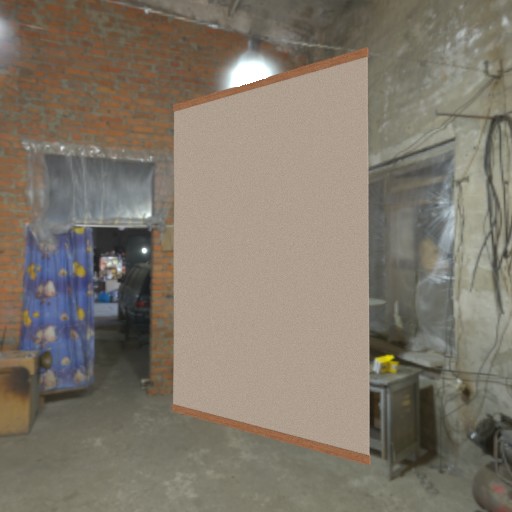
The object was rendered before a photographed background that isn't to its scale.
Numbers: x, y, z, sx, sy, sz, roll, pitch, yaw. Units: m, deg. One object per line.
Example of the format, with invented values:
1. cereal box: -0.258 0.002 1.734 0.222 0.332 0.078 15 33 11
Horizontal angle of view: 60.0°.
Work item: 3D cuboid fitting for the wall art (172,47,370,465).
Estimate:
1. wall art: 0.000 0.000 1.918 1.019 1.527 0.019 -1 -1 36
